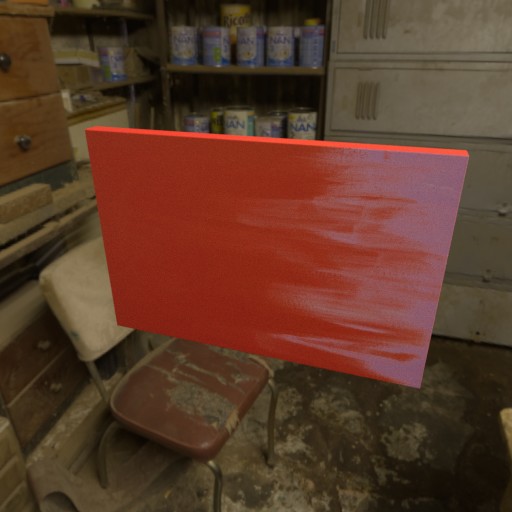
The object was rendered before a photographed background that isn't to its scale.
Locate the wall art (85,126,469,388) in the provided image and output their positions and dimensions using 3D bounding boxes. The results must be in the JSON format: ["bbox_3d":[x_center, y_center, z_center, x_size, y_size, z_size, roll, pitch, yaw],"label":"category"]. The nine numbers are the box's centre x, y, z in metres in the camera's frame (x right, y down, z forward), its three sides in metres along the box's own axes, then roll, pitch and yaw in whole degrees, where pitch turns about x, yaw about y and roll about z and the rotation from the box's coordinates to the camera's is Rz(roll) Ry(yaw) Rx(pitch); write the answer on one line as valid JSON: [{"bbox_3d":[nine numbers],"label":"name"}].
[{"bbox_3d":[0.000,0.000,0.777,0.607,0.405,0.033,8,27,16],"label":"wall art"}]
